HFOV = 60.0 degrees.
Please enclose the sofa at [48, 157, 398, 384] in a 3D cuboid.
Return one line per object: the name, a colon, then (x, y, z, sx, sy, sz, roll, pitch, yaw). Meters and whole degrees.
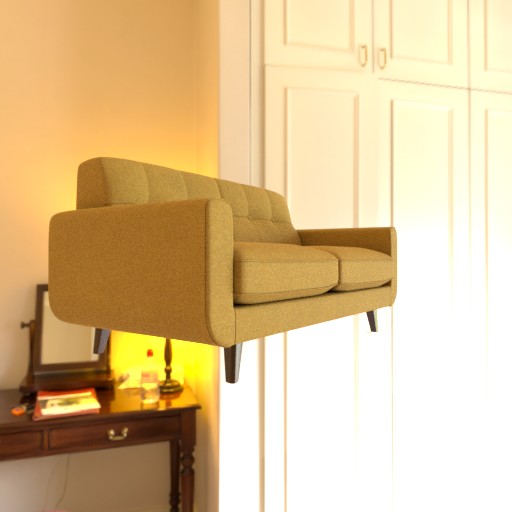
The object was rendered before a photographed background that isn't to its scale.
sofa: (0.000, 0.000, 2.181, 0.909, 0.841, 1.631, 0, 0, 36)
